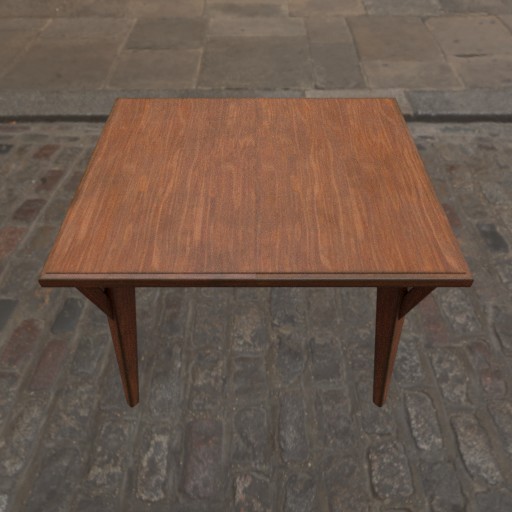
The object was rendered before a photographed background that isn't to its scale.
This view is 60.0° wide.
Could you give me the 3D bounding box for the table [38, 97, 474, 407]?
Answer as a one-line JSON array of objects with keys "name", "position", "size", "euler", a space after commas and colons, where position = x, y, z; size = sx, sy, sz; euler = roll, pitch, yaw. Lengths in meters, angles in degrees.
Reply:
[{"name": "table", "position": [0.000, 0.000, 1.563], "size": [0.991, 0.761, 0.838], "euler": [0, 47, 0]}]
